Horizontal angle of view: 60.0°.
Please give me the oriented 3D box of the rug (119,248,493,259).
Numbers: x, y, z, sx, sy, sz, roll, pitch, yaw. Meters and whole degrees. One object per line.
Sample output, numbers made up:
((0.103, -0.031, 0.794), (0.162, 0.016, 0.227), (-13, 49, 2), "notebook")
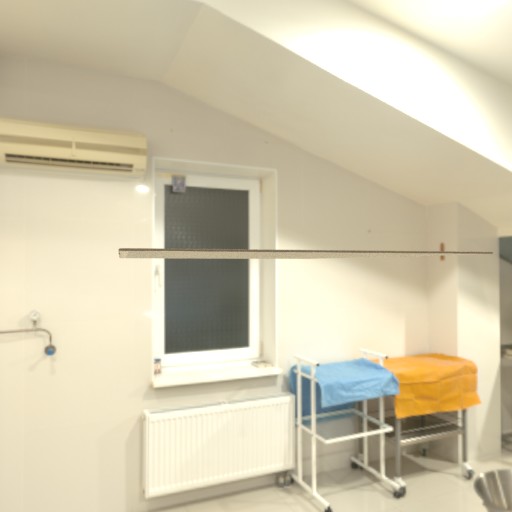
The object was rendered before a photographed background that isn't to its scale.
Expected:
((0.000, 0.000, 3.876), (2.288, 0.018, 2.895), (0, -1, -17), "rug")
